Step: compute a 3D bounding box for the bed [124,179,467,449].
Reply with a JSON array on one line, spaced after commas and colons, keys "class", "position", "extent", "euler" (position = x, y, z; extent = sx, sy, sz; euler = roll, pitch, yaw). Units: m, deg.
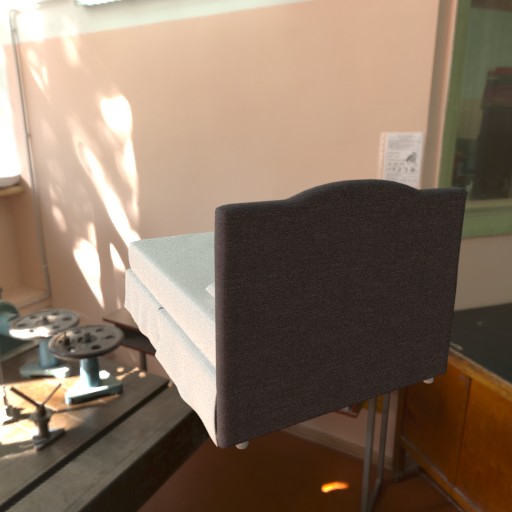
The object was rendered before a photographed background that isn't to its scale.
[{"class": "bed", "position": [0.000, 0.000, 3.627], "extent": [1.741, 1.441, 2.507], "euler": [-8, 17, -26]}]
